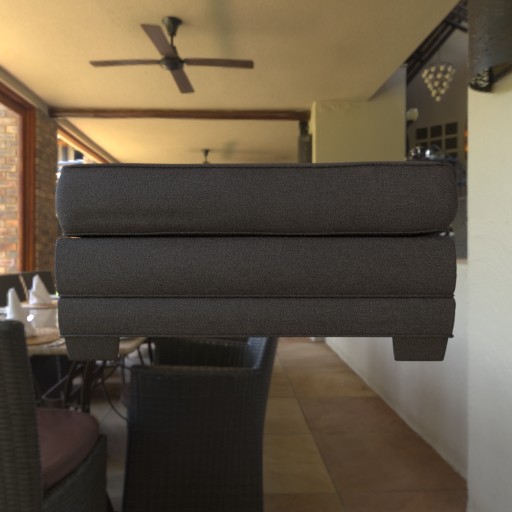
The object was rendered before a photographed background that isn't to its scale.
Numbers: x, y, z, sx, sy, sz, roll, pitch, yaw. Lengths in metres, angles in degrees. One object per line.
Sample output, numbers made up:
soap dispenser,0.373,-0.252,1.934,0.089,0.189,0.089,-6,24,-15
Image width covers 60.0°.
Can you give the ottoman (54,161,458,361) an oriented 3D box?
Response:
ottoman,0.000,0.000,1.151,0.864,0.448,0.490,0,0,0
